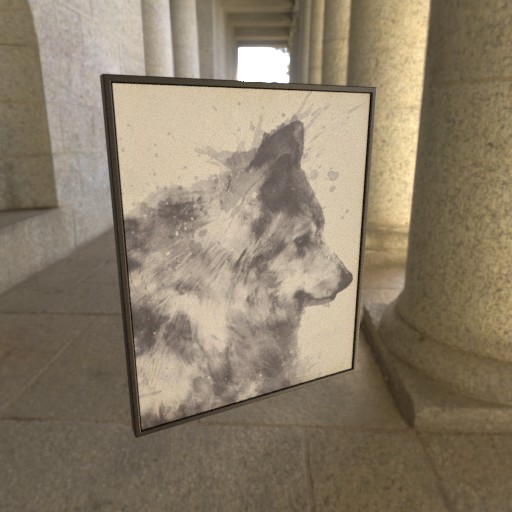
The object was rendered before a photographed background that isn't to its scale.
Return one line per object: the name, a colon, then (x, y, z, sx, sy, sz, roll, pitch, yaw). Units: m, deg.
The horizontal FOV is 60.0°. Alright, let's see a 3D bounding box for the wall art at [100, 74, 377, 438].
wall art: (0.000, 0.000, 0.752, 0.451, 0.551, 0.028, -8, 18, -26)
